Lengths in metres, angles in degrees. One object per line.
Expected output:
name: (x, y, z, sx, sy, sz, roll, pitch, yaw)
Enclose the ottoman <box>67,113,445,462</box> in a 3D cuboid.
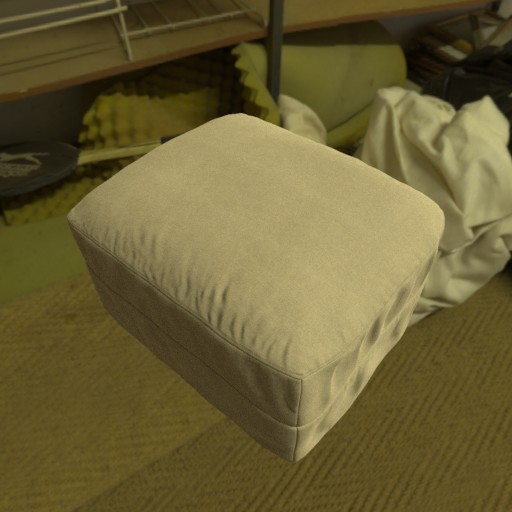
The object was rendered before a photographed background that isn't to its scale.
ottoman: (0.000, 0.000, 1.070, 0.712, 0.480, 0.584, 32, 55, 26)
